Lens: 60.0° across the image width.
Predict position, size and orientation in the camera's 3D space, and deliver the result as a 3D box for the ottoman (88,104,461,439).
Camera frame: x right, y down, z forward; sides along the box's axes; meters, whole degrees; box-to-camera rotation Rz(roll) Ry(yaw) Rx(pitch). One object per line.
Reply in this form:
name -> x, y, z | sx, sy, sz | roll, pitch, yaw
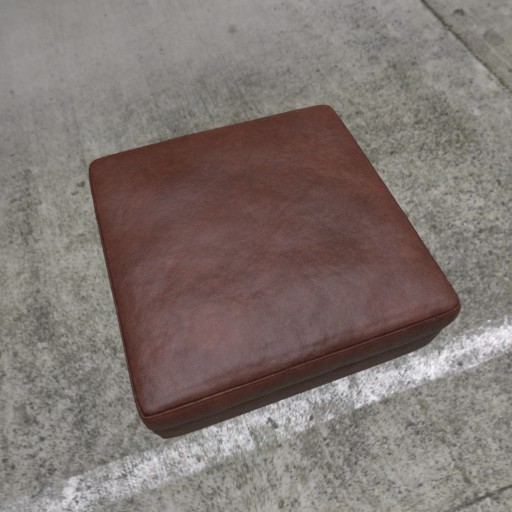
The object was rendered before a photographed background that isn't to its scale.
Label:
ottoman -> 0.000, 0.000, 1.349 | 0.836, 0.415, 0.844 | -17, 60, -10
